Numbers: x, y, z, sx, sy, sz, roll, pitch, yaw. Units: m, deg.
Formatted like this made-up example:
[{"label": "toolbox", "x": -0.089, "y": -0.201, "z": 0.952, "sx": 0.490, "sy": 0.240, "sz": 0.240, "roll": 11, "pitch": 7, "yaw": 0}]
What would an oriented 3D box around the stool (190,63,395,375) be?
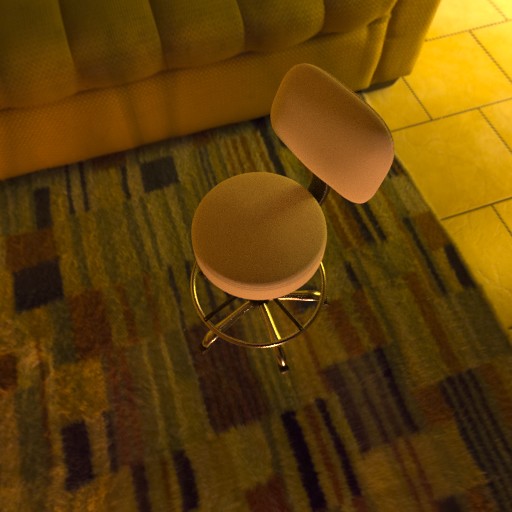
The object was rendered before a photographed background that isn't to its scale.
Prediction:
[{"label": "stool", "x": 0.000, "y": 0.000, "z": 1.492, "sx": 0.616, "sy": 1.080, "sz": 0.609, "roll": -36, "pitch": 69, "yaw": -16}]
